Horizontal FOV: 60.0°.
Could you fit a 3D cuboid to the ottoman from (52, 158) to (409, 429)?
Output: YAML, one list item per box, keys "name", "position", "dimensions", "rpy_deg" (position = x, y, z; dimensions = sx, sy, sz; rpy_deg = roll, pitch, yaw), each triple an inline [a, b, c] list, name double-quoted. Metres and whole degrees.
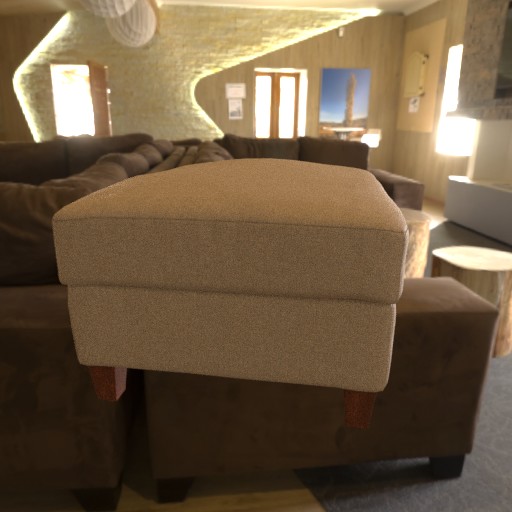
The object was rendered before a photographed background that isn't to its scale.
- name: "ottoman"
  position: [0.000, 0.000, 1.267]
  dimensions: [0.692, 0.511, 0.902]
  rpy_deg: [3, 17, 9]
